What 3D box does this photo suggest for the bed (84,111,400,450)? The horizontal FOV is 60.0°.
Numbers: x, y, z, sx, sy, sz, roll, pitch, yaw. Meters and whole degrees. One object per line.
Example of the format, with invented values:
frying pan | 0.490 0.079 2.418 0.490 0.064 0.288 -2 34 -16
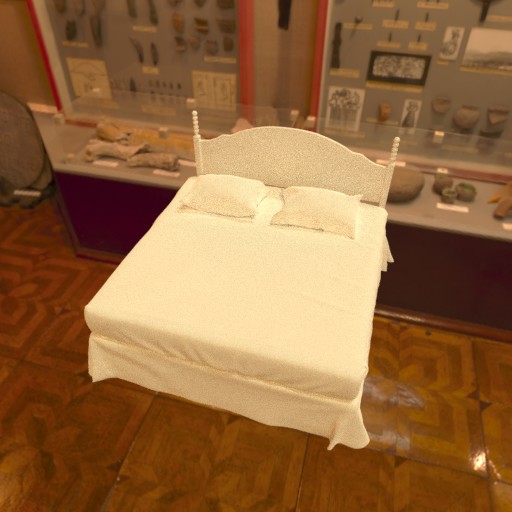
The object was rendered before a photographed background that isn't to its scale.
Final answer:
bed | 0.000 0.000 3.635 2.322 1.355 2.219 11 42 13
